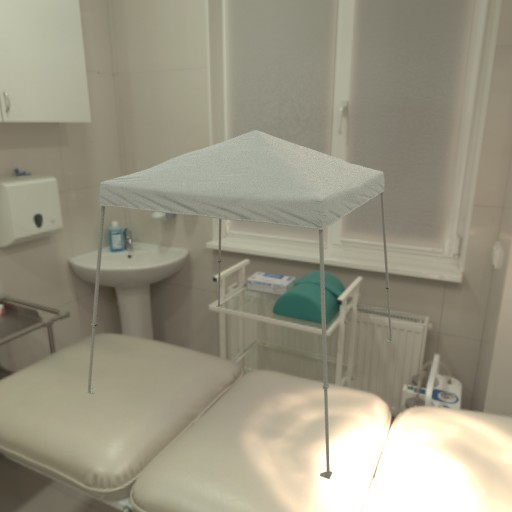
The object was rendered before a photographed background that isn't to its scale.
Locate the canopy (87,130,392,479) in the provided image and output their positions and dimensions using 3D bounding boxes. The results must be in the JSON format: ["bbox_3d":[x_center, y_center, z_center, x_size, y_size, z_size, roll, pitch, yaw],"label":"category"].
[{"bbox_3d":[0.000,0.000,5.215,2.849,2.849,2.848,8,18,26],"label":"canopy"}]
